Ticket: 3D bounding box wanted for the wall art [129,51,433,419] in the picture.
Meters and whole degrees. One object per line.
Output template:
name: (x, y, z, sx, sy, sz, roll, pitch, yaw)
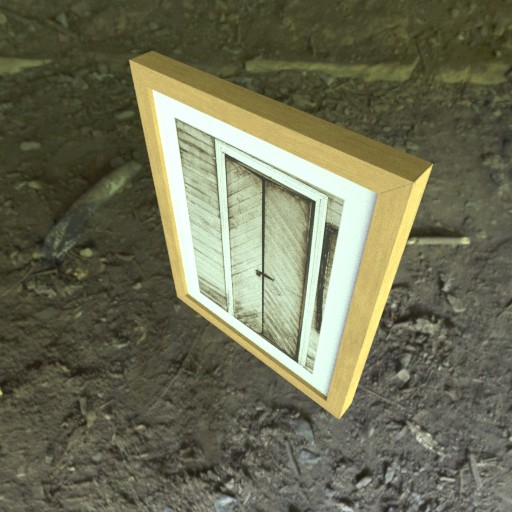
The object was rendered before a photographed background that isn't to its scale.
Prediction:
wall art: (0.000, 0.000, 0.519, 0.312, 0.380, 0.030, 32, 54, 27)
